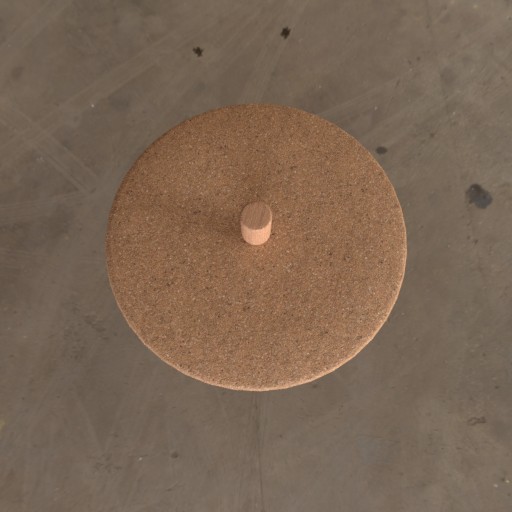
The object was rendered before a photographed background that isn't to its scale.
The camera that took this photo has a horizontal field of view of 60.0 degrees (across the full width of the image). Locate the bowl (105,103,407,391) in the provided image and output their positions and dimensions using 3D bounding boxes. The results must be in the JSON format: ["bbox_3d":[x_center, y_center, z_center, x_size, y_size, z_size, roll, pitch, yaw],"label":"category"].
[{"bbox_3d":[0.000,0.000,0.218,0.126,0.110,0.126,0,74,0],"label":"bowl"}]
